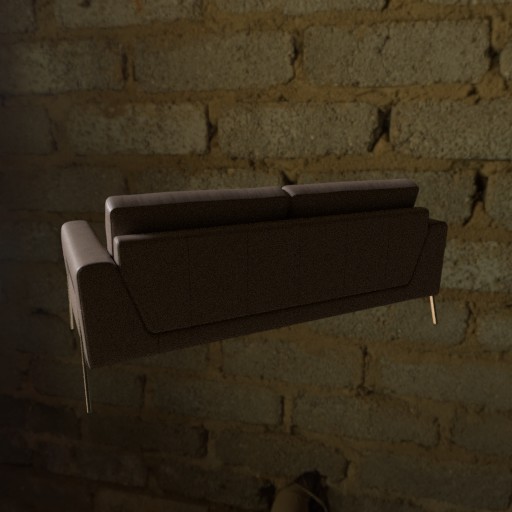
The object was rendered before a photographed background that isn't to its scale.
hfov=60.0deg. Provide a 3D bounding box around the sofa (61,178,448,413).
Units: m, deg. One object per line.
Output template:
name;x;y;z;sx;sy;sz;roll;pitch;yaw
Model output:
sofa;0.000;0.000;2.559;2.017;0.875;0.953;-8;18;-25
